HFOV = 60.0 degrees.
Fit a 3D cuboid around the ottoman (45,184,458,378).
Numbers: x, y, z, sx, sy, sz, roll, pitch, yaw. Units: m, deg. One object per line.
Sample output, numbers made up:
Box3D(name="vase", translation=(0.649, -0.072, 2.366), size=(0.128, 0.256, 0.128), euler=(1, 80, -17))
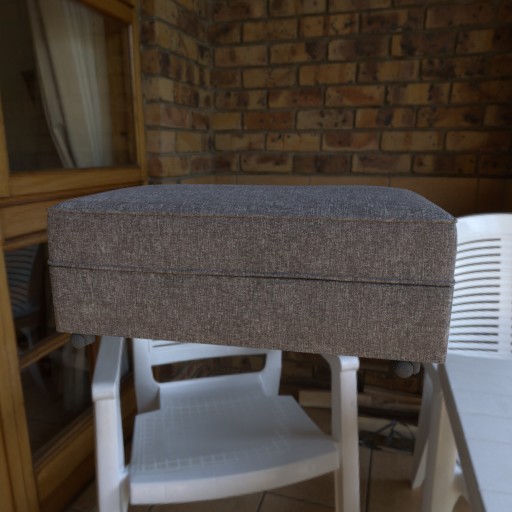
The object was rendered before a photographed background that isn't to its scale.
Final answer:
Box3D(name="ottoman", translation=(0.000, 0.000, 1.565), size=(1.184, 0.487, 0.717), euler=(3, 14, 10))
